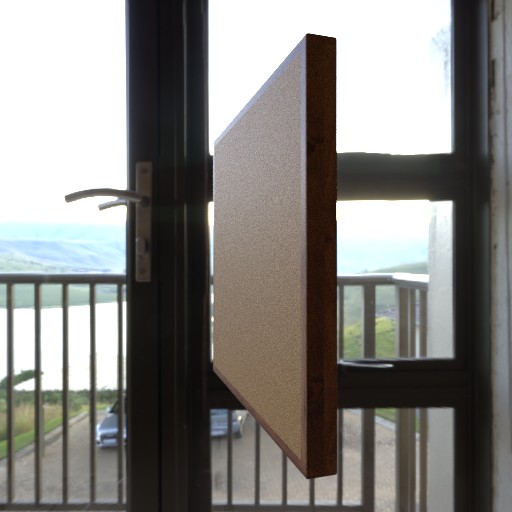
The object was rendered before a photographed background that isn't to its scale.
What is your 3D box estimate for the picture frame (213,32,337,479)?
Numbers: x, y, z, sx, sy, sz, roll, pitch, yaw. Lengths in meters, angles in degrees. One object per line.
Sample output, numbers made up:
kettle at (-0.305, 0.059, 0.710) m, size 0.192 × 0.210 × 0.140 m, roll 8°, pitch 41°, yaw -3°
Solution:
picture frame at (0.000, 0.000, 0.523) m, size 0.028 × 0.356 × 0.352 m, roll 0°, pitch 0°, yaw -18°
